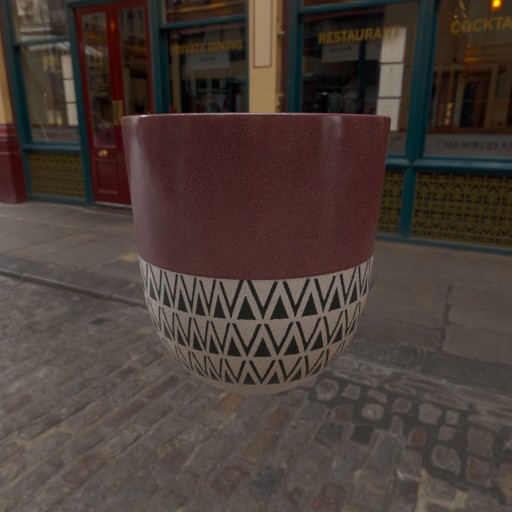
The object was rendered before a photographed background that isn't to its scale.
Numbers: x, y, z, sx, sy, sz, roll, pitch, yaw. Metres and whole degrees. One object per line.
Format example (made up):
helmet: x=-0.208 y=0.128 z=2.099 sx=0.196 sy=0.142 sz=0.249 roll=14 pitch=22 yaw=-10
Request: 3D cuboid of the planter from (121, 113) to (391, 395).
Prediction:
planter: x=0.000 y=0.000 z=0.361 sx=0.195 sy=0.214 sz=0.195 roll=0 pitch=16 yaw=0
